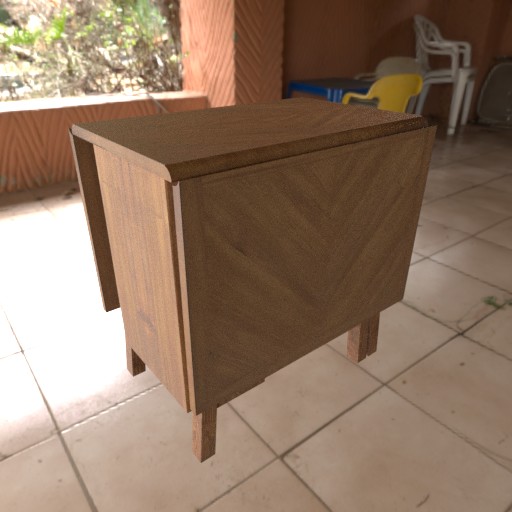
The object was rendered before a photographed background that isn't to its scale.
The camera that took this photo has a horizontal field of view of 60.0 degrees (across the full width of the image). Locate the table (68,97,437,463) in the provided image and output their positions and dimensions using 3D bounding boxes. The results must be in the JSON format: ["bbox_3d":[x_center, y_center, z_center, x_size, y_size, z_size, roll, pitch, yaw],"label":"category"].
[{"bbox_3d":[0.000,0.000,1.646,0.967,0.981,0.701,-20,33,-34],"label":"table"}]
